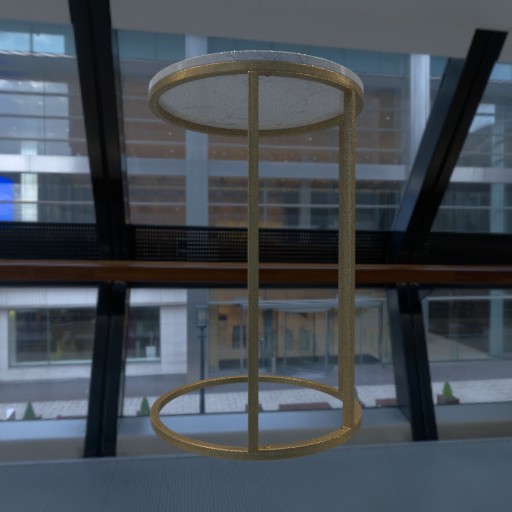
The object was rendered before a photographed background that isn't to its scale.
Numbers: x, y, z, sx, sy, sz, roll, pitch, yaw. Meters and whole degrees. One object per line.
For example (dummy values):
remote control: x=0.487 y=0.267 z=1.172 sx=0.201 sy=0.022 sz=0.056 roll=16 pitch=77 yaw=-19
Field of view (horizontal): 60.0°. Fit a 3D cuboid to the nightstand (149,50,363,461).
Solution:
nightstand: x=0.000 y=0.000 z=0.855 sx=0.400 sy=0.610 sz=0.400 roll=1 pitch=1 yaw=36
